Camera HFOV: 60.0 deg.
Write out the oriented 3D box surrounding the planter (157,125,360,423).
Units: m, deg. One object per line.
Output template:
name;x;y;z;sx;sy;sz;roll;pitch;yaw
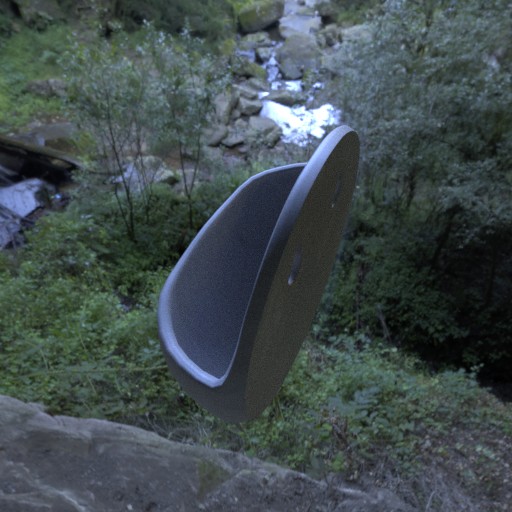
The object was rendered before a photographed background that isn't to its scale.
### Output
planter;0.000;0.000;0.271;0.073;0.164;0.190;19;50;17
